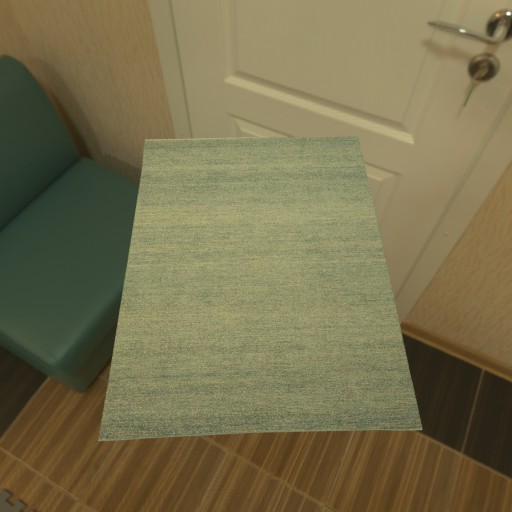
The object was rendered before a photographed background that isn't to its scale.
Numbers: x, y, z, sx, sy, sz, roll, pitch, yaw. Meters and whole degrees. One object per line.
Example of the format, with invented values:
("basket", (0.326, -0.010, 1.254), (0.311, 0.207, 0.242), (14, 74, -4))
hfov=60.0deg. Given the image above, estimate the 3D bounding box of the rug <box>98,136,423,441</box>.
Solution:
("rug", (0.000, 0.000, 4.215), (2.461, 0.046, 3.237), (-1, 57, -1))
